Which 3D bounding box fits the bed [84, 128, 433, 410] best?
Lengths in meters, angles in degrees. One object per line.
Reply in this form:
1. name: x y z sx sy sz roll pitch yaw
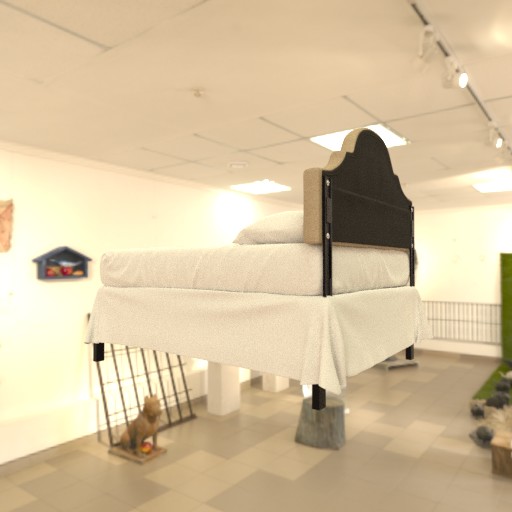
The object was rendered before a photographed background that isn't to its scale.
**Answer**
1. bed: 0.000 0.000 3.483 2.222 1.634 1.780 -1 -2 36
